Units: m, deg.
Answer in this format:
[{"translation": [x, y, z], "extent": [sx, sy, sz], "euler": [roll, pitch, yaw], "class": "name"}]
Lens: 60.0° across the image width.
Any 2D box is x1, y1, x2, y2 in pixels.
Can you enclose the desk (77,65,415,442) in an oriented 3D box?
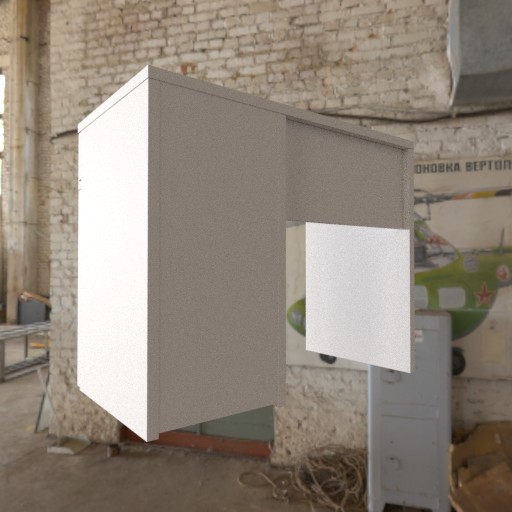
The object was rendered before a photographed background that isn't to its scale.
[{"translation": [0.000, 0.000, 1.319], "extent": [0.898, 0.730, 0.482], "euler": [1, -1, -38], "class": "desk"}]
